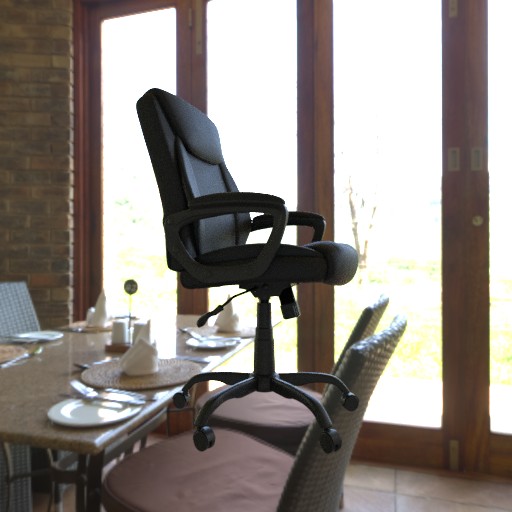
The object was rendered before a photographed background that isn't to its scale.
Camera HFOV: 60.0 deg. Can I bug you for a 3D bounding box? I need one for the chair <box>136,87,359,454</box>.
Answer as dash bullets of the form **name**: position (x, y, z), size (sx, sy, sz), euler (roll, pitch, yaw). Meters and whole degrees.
- **chair**: position (0.000, 0.000, 1.479), size (0.655, 1.072, 0.615), euler (0, 0, 20)
